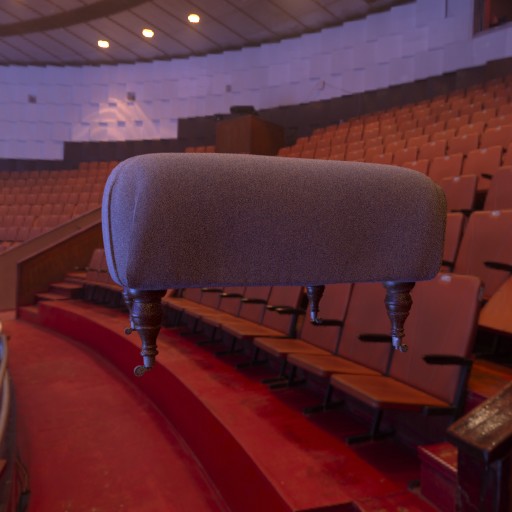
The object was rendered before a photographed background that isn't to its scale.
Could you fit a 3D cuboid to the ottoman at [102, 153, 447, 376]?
[{"bbox_3d":[0.000,0.000,1.139,0.747,0.450,0.622,0,1,-19],"label":"ottoman"}]
